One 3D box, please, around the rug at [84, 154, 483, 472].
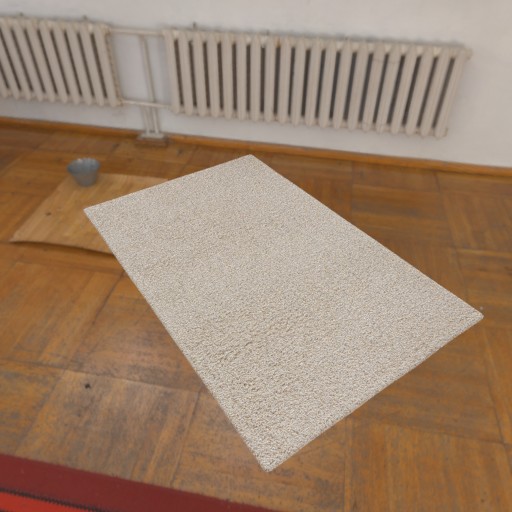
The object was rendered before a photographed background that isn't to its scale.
[{"bbox_3d":[0.000,0.000,3.400,1.778,0.030,2.743,-24,46,-26],"label":"rug"}]
